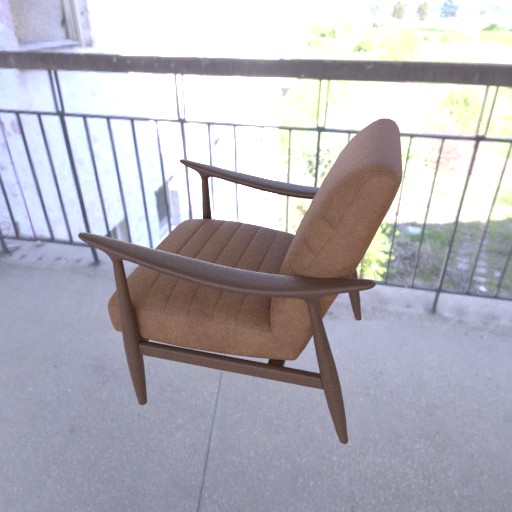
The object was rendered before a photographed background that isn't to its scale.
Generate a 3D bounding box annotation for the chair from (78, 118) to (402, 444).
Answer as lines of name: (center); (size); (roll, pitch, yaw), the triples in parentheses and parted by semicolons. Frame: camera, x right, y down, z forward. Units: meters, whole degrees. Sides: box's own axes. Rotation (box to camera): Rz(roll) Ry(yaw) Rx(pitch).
chair: (0.000, 0.000, 1.455); (0.798, 0.832, 0.741); (8, 31, 13)
